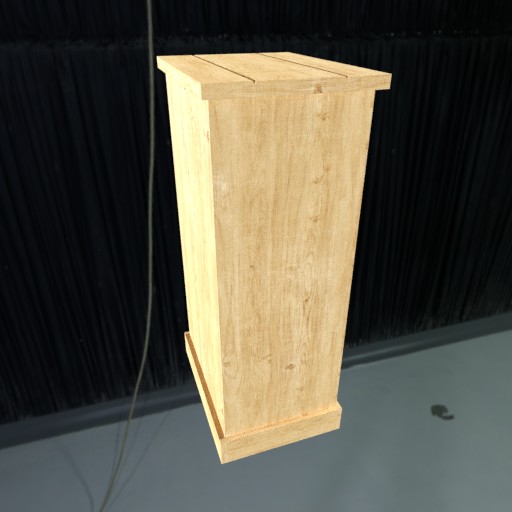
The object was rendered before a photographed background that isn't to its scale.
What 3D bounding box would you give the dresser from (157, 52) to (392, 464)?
[{"bbox_3d":[0.000,0.000,1.302,0.390,1.041,0.531,-10,31,-17],"label":"dresser"}]
